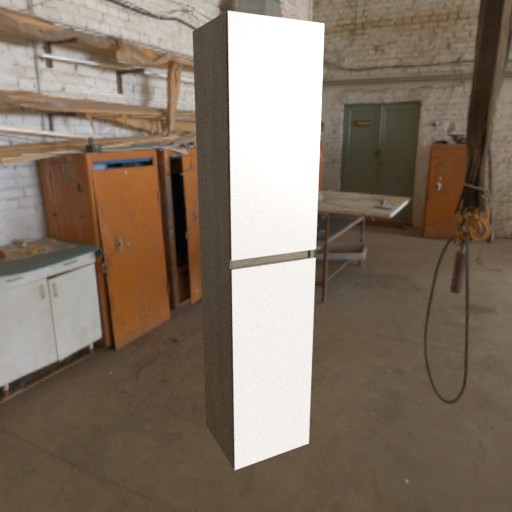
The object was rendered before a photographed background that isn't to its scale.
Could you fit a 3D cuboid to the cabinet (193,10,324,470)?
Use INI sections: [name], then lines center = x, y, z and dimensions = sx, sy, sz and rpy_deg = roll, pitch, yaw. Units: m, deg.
[cabinet]
center = 0.000, 0.000, 1.495
dimensions = 0.300, 1.400, 0.270
rpy_deg = -8, 17, -26
